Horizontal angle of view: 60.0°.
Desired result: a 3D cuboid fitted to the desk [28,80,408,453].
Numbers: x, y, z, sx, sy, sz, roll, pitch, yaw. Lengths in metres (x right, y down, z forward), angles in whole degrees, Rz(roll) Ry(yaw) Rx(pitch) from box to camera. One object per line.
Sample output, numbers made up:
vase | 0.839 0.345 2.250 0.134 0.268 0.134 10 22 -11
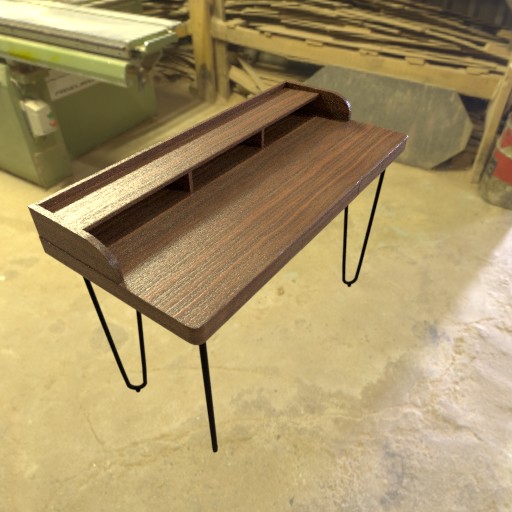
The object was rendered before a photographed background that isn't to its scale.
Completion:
desk | 0.000 0.000 1.641 0.565 0.854 1.200 25 46 27
